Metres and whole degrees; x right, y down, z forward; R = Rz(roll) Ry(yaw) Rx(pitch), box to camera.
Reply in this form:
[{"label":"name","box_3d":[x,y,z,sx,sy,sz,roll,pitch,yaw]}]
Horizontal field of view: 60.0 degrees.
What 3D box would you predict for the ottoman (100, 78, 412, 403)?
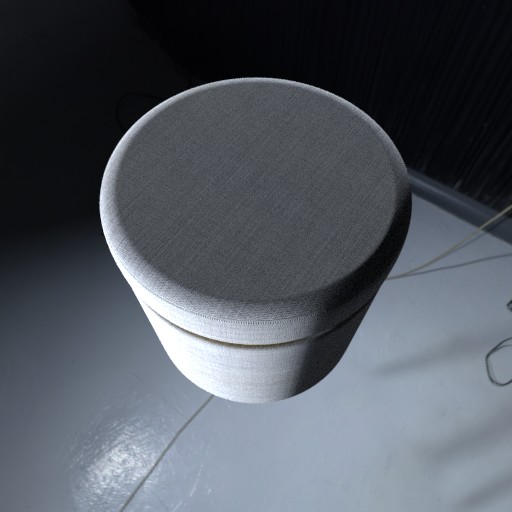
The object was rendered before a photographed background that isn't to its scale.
[{"label":"ottoman","box_3d":[0.000,0.000,0.733,0.400,0.406,0.400,0,60,0]}]
